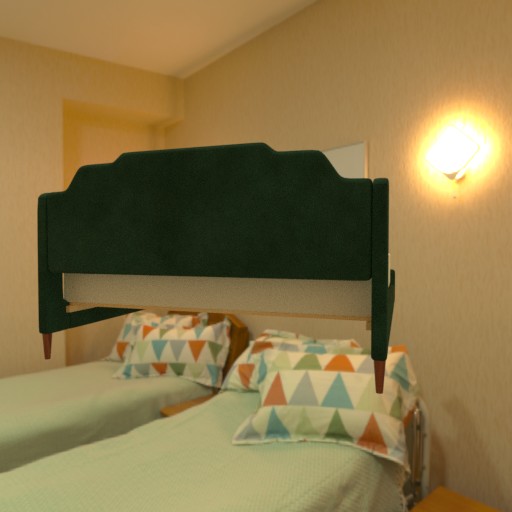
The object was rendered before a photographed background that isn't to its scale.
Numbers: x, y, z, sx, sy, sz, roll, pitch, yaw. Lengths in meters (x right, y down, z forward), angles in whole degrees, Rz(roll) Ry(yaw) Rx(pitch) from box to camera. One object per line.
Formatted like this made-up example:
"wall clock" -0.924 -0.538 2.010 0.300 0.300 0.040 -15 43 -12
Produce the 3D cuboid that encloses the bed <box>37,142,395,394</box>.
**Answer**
"bed" 0.000 0.000 3.513 2.074 1.245 2.340 1 2 18
